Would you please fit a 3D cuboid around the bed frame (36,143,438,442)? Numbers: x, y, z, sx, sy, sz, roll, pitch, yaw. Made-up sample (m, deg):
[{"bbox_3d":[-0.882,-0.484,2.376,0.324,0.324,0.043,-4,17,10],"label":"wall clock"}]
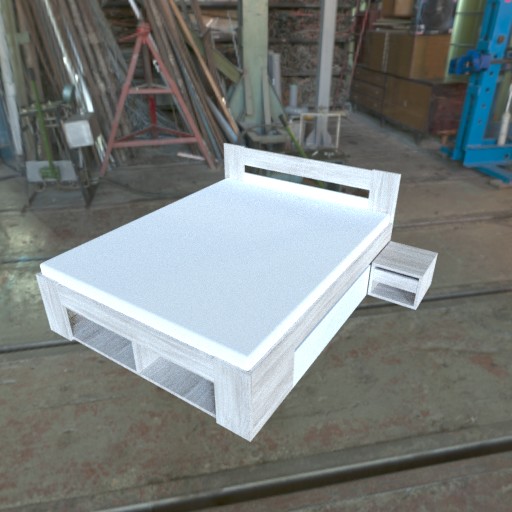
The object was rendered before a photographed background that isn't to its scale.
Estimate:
[{"bbox_3d":[0.000,0.000,3.118,2.040,0.860,2.050,18,33,29],"label":"bed frame"}]
